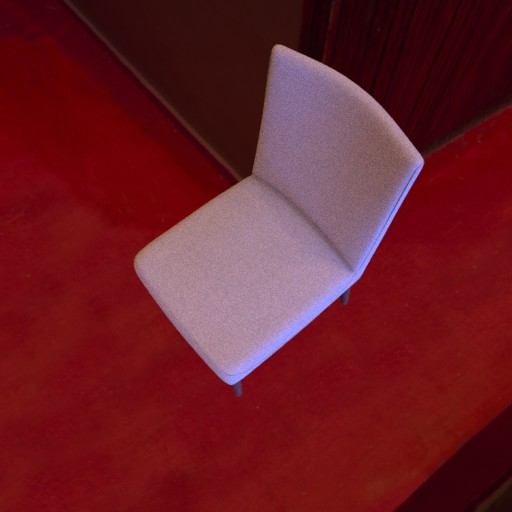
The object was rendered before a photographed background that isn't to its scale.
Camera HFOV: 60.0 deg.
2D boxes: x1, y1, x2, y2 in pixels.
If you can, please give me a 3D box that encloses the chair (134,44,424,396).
[{"bbox_3d":[0.000,0.000,1.213,0.570,0.859,0.456,-37,70,-16],"label":"chair"}]
